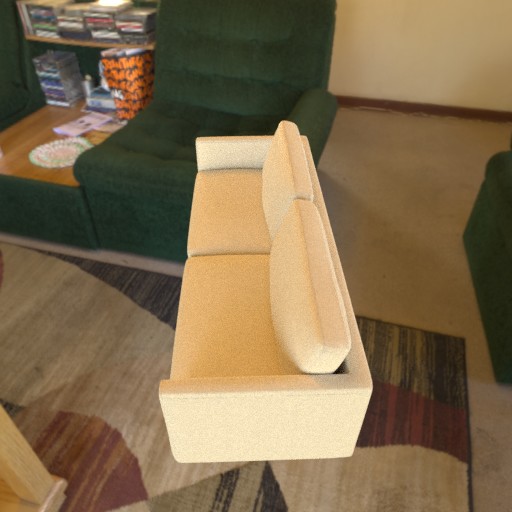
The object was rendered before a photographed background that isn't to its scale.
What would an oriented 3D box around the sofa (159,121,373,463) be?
[{"bbox_3d":[0.000,0.000,2.956,0.948,0.965,2.434,-1,41,-1],"label":"sofa"}]
